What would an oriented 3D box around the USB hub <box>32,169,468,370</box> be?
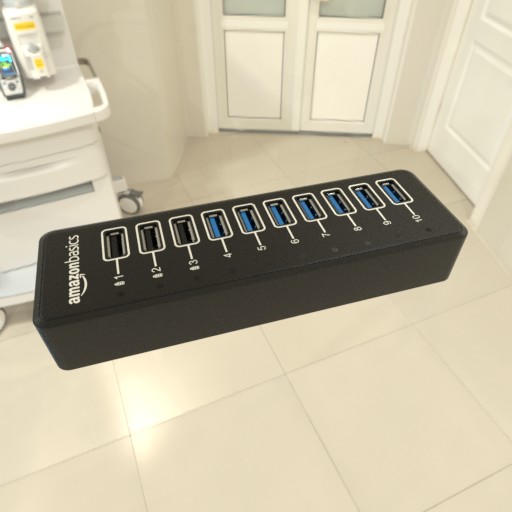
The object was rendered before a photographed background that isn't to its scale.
[{"bbox_3d":[0.000,0.000,0.162,0.145,0.023,0.044,-12,45,-12],"label":"USB hub"}]
